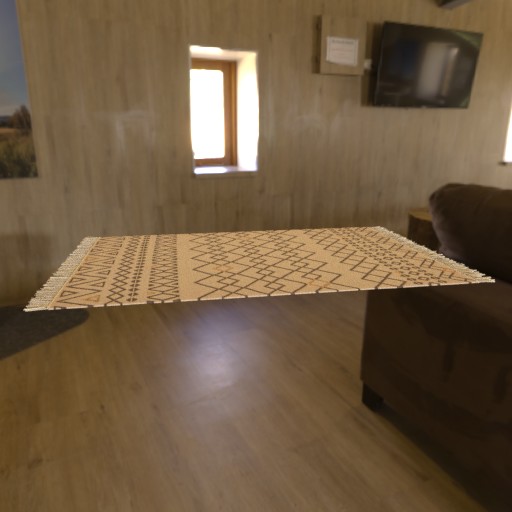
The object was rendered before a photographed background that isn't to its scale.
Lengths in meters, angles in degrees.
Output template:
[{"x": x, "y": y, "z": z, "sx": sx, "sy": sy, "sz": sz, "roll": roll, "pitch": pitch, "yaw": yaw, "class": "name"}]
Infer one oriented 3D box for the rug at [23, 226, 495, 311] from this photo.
[{"x": 0.000, "y": 0.000, "z": 2.424, "sx": 2.023, "sy": 0.028, "sz": 1.224, "roll": -3, "pitch": 16, "yaw": -10, "class": "rug"}]
